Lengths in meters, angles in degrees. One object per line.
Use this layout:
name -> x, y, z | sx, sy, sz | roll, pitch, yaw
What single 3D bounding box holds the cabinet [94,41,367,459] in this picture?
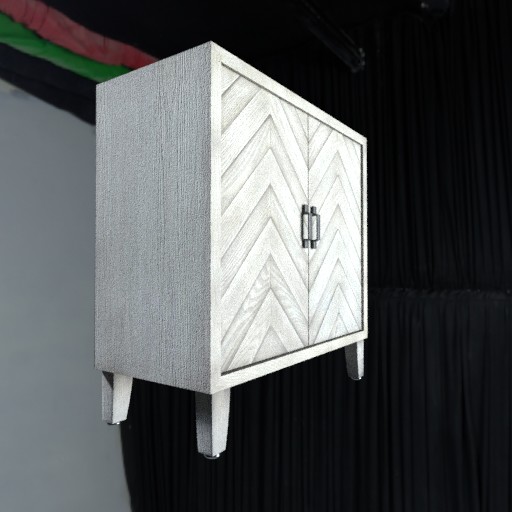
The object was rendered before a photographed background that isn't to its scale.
cabinet -> 0.000, 0.000, 1.239 | 0.370, 0.787, 0.781 | -1, -1, 35
